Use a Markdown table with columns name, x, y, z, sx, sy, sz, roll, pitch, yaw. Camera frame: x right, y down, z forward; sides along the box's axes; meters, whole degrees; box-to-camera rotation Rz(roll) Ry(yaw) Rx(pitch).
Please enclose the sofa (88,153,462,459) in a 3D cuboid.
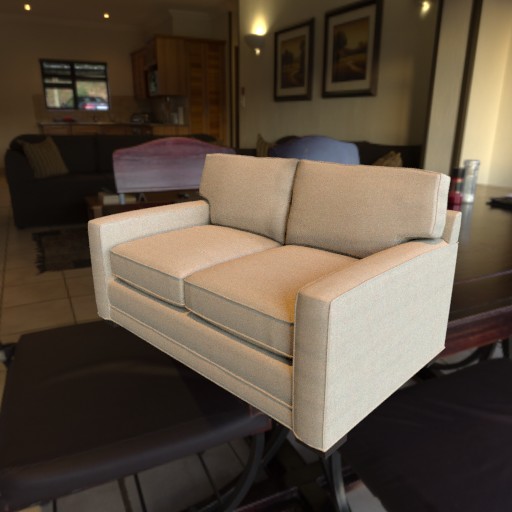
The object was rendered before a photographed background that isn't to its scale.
| name | x | y | z | sx | sy | sz | roll | pitch | yaw |
| --- | --- | --- | --- | --- | --- | --- | --- | --- | --- |
| sofa | 0.000 | 0.000 | 2.070 | 1.484 | 0.853 | 0.942 | 16 | 23 | 42 |
